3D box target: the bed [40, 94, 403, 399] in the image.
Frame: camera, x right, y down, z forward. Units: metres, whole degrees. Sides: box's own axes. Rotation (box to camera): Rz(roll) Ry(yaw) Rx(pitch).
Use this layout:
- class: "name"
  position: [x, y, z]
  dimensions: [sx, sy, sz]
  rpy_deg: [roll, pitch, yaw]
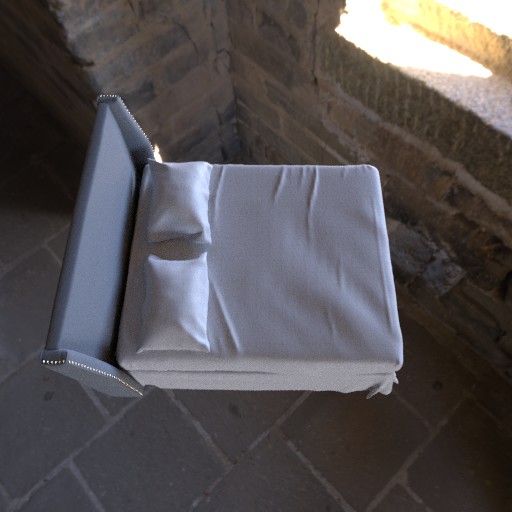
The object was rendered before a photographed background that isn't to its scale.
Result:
- class: "bed"
  position: [0.000, 0.000, 3.300]
  dimensions: [2.276, 1.332, 1.925]
  rpy_deg: [1, 65, 0]
